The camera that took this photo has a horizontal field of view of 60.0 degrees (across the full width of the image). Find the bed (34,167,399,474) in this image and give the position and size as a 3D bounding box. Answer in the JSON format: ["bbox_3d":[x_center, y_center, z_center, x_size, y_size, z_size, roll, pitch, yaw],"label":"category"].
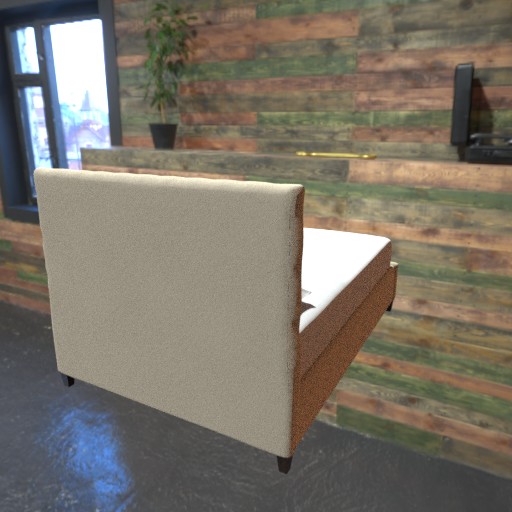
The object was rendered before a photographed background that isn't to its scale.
[{"bbox_3d":[0.000,0.000,3.354,1.698,1.427,2.387,9,19,28],"label":"bed"}]
